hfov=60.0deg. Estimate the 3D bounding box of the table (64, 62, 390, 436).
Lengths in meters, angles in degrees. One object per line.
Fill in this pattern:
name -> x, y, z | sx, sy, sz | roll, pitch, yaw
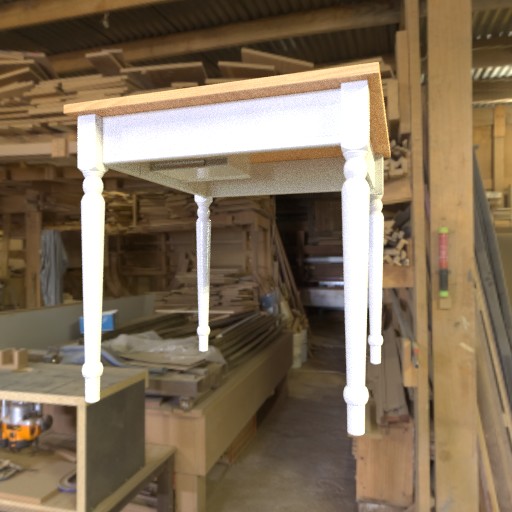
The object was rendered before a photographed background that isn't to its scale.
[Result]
table -> 0.000, 0.000, 1.320 | 0.747, 0.738, 0.747 | 0, -1, 19
